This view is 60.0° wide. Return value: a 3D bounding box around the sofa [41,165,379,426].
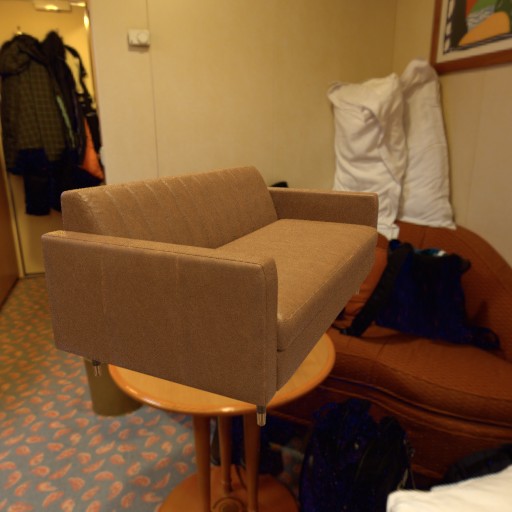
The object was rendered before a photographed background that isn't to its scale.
[{"bbox_3d":[0.000,0.000,2.351,0.993,0.821,1.847,7,17,24],"label":"sofa"}]
